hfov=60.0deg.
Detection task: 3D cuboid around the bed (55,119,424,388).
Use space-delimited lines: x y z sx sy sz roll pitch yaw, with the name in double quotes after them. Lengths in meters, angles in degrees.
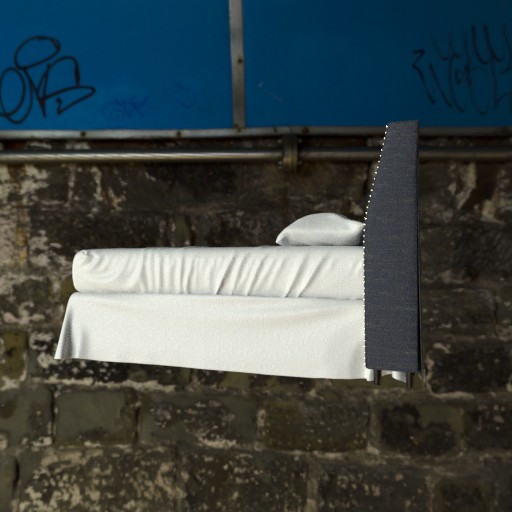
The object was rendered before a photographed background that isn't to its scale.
0.000 0.000 3.371 2.276 1.332 1.925 0 -1 17 "bed"
